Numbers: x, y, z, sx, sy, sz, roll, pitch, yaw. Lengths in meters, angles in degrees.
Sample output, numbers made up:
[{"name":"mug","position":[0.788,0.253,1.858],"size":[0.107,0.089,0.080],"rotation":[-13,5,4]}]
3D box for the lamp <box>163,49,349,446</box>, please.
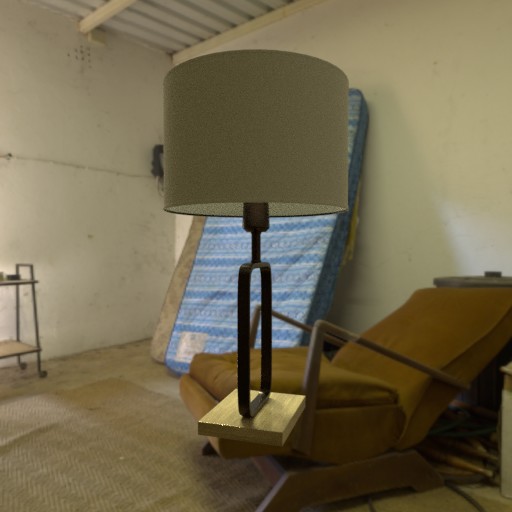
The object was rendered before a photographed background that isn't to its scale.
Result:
[{"name":"lamp","position":[0.000,0.000,0.683],"size":[0.279,0.508,0.279],"rotation":[0,1,18]}]
